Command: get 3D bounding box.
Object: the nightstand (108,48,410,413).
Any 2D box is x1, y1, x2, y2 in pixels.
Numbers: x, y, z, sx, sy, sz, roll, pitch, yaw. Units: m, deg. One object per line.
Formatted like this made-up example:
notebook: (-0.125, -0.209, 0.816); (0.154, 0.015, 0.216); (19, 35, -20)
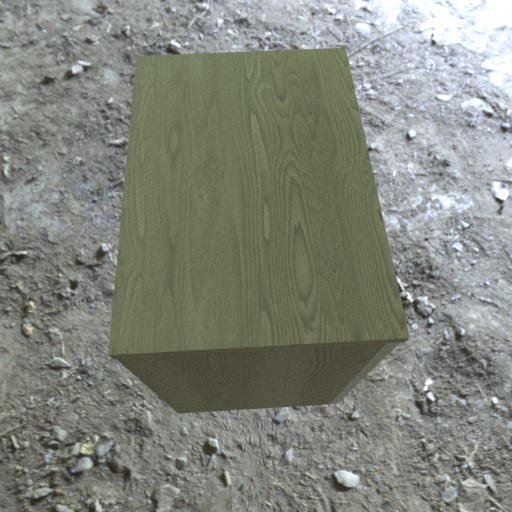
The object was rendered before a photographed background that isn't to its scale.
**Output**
nightstand: (0.000, 0.000, 0.758); (0.325, 0.461, 0.442); (-3, 63, -2)
